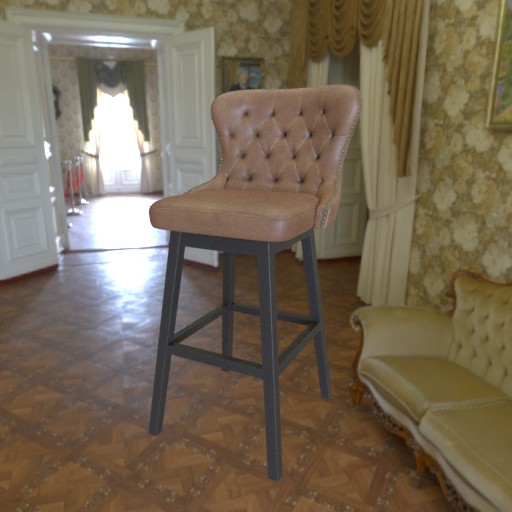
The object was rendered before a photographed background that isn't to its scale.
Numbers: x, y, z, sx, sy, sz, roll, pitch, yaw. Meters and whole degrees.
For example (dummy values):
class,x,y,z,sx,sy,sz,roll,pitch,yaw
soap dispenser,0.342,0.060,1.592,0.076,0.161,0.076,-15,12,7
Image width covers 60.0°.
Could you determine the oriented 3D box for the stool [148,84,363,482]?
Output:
class,x,y,z,sx,sy,sz,roll,pitch,yaw
stool,0.000,0.000,1.399,0.528,1.050,0.601,8,17,26
